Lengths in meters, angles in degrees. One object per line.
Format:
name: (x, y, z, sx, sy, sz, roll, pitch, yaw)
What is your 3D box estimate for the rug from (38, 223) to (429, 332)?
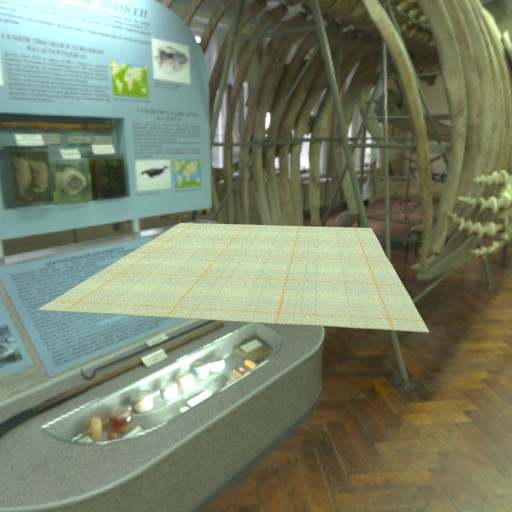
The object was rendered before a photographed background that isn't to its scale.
rug: (0.000, 0.000, 4.170, 2.448, 0.021, 3.051, 2, 15, 8)
